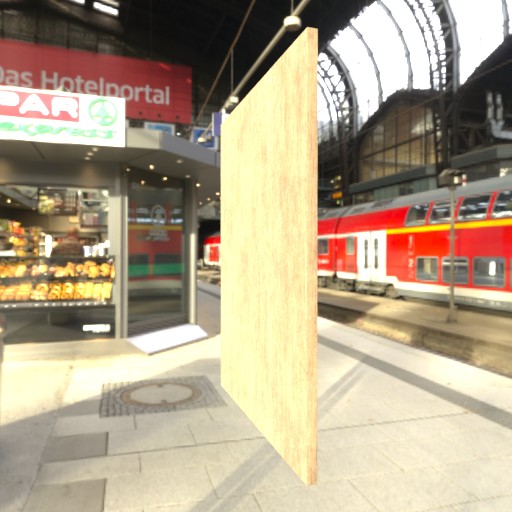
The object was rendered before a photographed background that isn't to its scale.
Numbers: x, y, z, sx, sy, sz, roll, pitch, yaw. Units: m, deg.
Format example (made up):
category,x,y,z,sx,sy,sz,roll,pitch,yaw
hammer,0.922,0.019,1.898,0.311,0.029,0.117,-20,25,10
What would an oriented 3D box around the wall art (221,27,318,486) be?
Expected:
category,x,y,z,sx,sy,sz,roll,pitch,yaw
wall art,0.000,0.000,0.918,0.018,0.686,0.534,0,1,-18
